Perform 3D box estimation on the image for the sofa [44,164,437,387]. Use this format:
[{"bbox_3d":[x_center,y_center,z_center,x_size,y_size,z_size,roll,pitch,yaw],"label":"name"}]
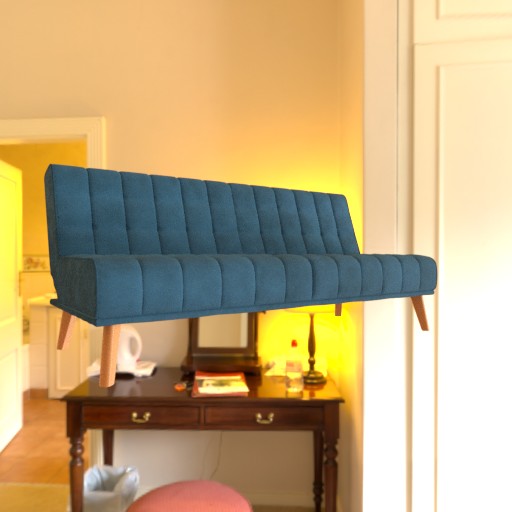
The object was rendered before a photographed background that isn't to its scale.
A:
[{"bbox_3d":[0.000,0.000,2.223,1.804,0.813,0.855,0,1,-35],"label":"sofa"}]
